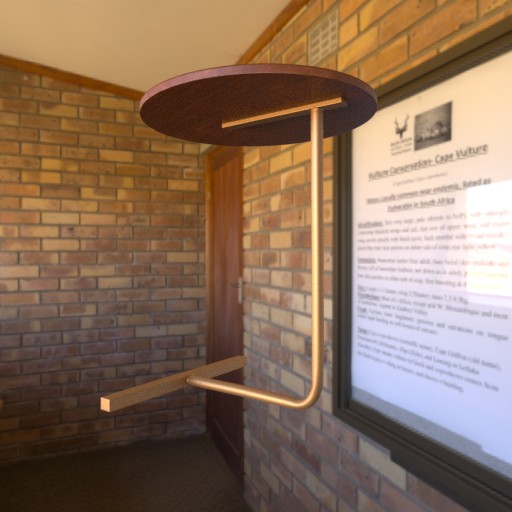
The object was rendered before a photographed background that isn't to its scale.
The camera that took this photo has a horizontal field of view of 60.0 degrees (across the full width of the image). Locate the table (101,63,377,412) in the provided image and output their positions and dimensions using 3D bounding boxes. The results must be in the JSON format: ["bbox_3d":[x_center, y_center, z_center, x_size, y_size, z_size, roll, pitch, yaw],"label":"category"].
[{"bbox_3d":[0.000,0.000,1.085,0.577,0.706,0.530,0,0,35],"label":"table"}]
